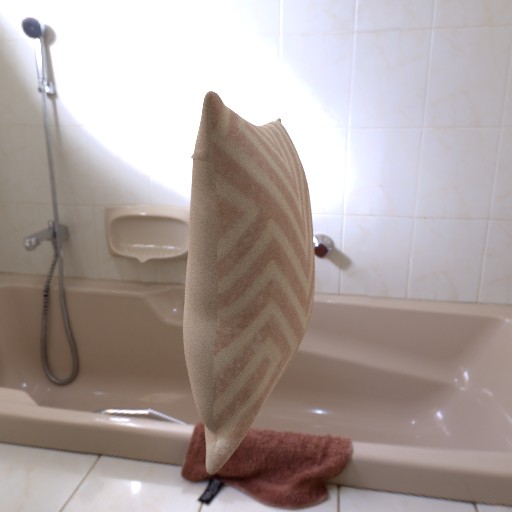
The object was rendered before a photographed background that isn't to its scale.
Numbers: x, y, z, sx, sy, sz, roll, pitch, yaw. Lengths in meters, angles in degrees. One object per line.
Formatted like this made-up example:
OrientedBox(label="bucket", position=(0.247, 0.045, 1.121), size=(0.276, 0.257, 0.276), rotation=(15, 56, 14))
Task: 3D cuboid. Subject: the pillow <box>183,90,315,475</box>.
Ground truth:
OrientedBox(label="pillow", position=(0.000, 0.000, 0.684), size=(0.182, 0.441, 0.440), rotation=(3, 15, 12))
